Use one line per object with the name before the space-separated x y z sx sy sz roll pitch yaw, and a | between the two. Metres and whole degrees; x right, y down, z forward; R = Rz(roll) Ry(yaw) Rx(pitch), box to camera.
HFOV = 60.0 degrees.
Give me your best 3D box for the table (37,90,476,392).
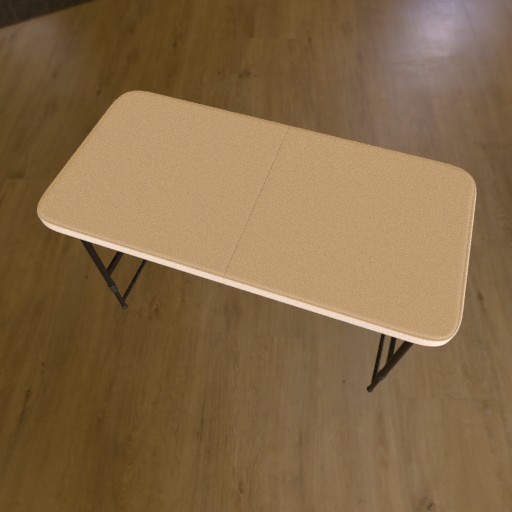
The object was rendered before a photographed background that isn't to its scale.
table | 0.000 0.000 1.636 1.245 0.737 0.611 17 60 10
